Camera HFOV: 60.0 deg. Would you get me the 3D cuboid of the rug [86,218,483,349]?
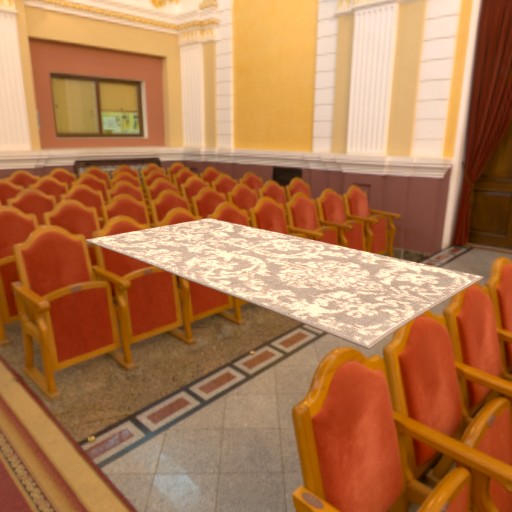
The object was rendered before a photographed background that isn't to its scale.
[{"bbox_3d":[0.000,0.000,1.463,0.604,0.007,1.219,-15,22,-43],"label":"rug"}]
